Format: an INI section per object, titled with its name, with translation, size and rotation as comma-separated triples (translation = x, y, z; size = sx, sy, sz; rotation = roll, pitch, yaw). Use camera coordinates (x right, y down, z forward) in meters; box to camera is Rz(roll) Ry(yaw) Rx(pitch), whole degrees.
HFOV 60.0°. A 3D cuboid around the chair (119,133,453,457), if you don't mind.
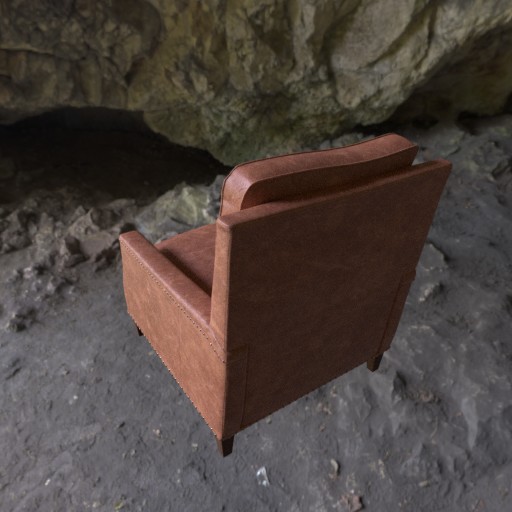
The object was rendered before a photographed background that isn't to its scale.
[chair]
translation = 0.000, 0.000, 1.802
size = 0.854, 1.054, 1.035
rotation = -18, 34, -29
